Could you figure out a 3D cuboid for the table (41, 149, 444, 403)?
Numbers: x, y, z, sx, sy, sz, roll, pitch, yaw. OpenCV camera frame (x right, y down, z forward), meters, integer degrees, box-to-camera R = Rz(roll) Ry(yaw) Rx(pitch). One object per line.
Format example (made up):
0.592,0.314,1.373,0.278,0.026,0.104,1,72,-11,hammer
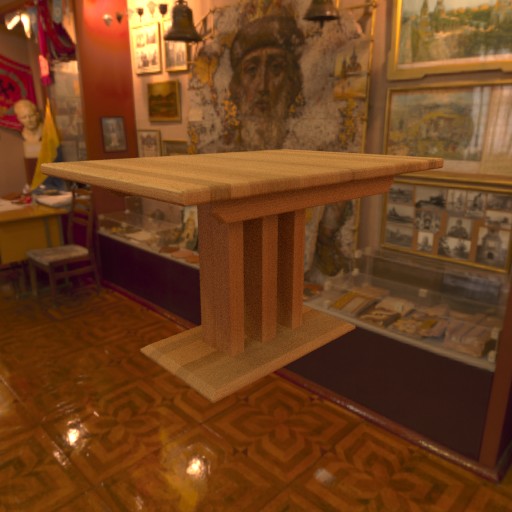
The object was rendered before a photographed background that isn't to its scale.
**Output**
0.000,0.000,1.826,1.300,0.770,0.900,-15,23,-41,table
